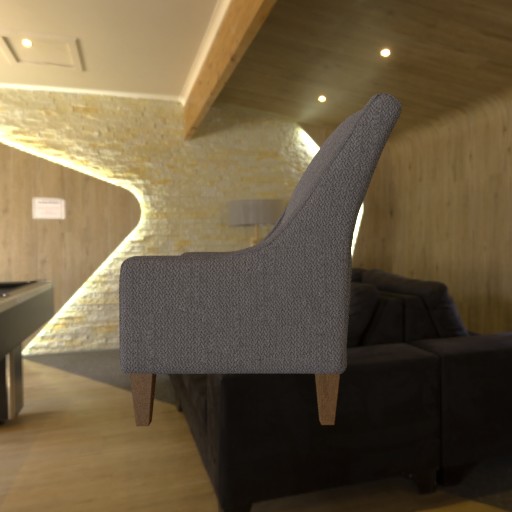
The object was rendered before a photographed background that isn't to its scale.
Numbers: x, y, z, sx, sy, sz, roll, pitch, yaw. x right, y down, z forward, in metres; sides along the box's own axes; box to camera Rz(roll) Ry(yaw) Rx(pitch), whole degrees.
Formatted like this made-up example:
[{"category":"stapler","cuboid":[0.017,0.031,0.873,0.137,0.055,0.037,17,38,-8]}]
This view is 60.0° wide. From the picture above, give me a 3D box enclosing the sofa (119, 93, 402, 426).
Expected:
[{"category":"sofa","cuboid":[0.000,0.000,1.939,0.873,1.022,1.242,0,1,-1]}]
